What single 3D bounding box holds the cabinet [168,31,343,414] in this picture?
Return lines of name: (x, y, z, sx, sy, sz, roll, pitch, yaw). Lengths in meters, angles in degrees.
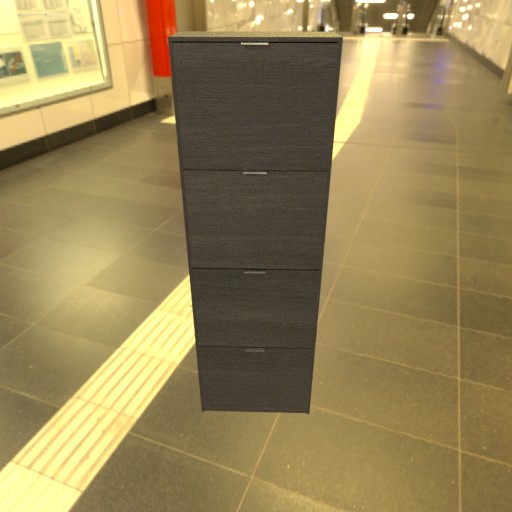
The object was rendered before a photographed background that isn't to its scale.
cabinet: (0.000, 0.000, 1.817, 0.520, 1.630, 0.255, 1, 30, 1)
